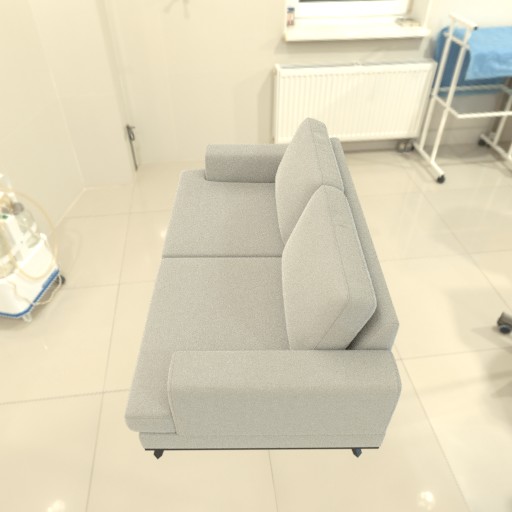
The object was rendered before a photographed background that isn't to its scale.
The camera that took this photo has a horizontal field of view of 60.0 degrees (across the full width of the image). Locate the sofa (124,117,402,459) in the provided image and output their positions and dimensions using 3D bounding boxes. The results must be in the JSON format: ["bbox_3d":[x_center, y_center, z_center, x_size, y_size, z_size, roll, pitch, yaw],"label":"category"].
[{"bbox_3d":[0.000,0.000,2.098,0.920,0.810,1.650,0,41,0],"label":"sofa"}]
